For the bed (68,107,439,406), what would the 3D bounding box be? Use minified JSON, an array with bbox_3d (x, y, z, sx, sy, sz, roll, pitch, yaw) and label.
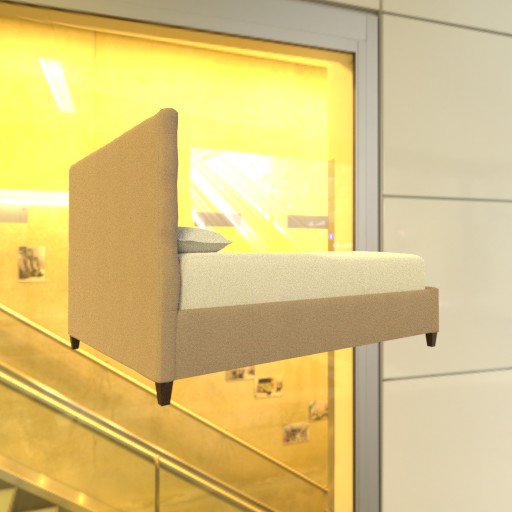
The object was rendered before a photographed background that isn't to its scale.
[{"bbox_3d":[0.000,0.000,3.456,2.387,1.427,1.698,0,0,-37],"label":"bed"}]
